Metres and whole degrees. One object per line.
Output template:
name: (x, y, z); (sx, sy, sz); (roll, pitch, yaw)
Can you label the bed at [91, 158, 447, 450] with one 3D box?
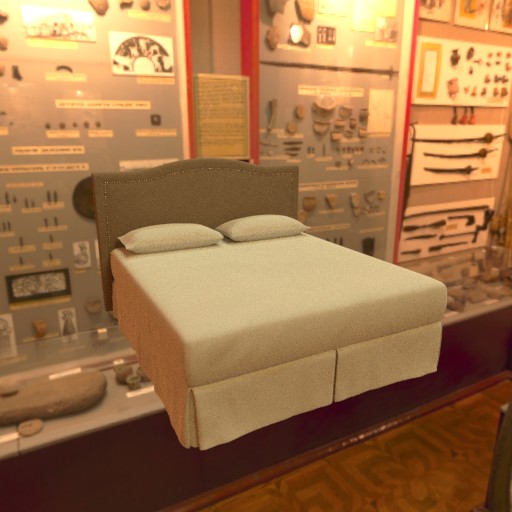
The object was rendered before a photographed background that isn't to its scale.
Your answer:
bed: (0.000, 0.000, 3.517); (2.083, 1.421, 2.182); (-8, 18, -26)
